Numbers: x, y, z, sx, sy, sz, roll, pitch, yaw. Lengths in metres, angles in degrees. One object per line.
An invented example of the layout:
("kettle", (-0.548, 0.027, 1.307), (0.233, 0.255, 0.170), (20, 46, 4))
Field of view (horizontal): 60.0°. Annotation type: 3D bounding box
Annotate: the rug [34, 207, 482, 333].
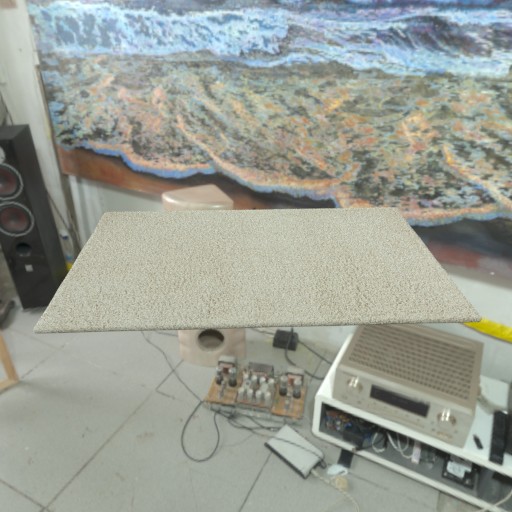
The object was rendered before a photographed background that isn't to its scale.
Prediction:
("rug", (0.000, 0.000, 3.054), (2.438, 0.030, 1.524), (-1, 30, -2))
